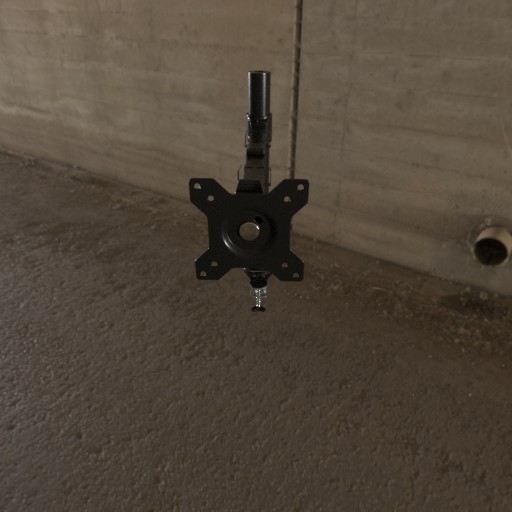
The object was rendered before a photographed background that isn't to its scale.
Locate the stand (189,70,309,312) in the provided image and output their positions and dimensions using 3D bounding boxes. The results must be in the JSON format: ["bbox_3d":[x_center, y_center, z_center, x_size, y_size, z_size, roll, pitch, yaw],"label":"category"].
[{"bbox_3d":[0.000,0.000,0.723,0.115,0.510,0.456,1,30,1],"label":"stand"}]
